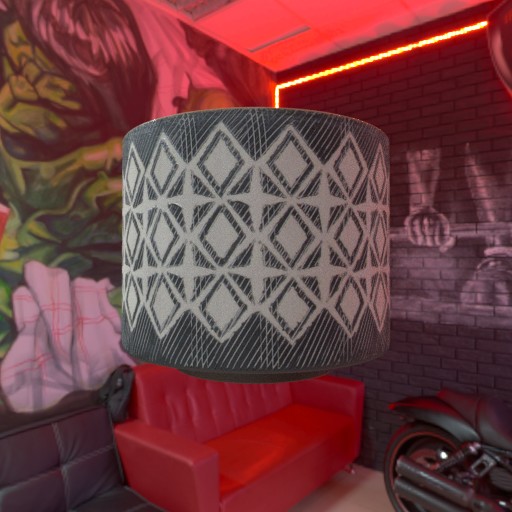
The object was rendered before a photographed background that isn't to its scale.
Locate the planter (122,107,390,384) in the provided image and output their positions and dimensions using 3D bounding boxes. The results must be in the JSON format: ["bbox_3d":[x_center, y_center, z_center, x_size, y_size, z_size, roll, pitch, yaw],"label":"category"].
[{"bbox_3d":[0.000,0.000,0.219,0.126,0.104,0.126,0,-1,0],"label":"planter"}]
